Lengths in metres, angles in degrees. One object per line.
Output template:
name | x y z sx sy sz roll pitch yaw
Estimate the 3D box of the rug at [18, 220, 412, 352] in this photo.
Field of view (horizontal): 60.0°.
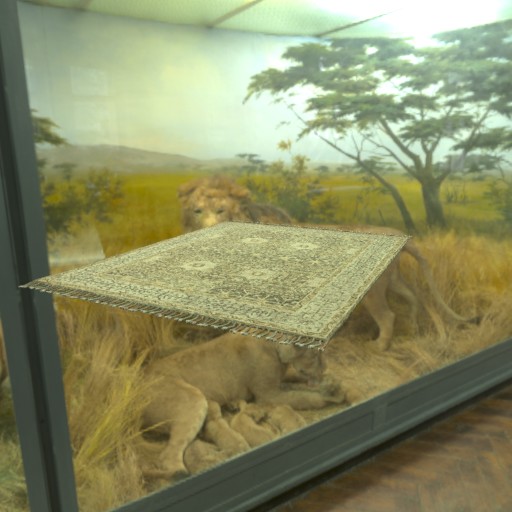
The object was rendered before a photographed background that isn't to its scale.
rug | 0.000 0.000 4.272 2.431 0.017 3.291 7 16 26
